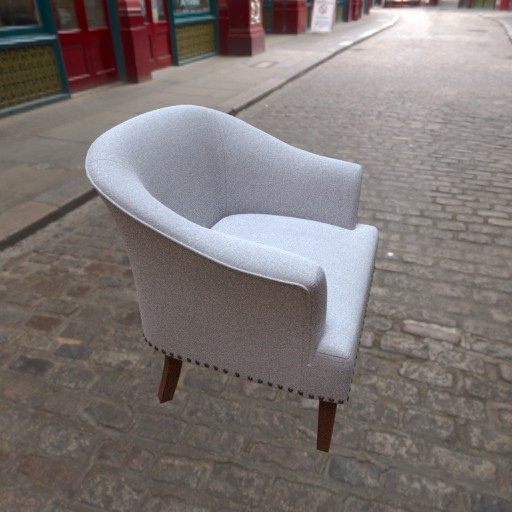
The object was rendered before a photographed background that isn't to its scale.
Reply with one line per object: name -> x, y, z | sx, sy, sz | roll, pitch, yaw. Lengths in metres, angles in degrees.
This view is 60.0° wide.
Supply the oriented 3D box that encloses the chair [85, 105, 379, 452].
chair -> 0.000, 0.000, 1.377 | 0.704, 0.815, 0.798 | 10, 31, 16
